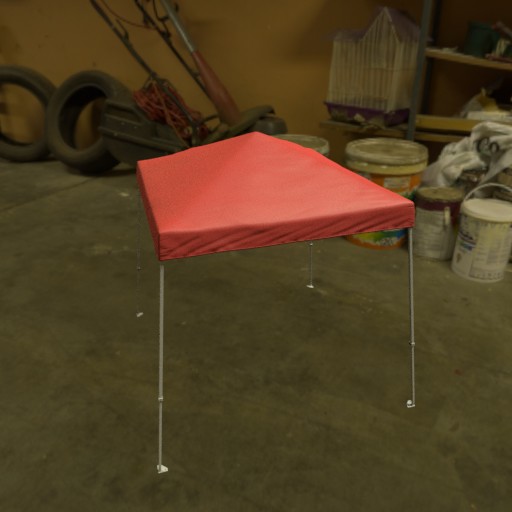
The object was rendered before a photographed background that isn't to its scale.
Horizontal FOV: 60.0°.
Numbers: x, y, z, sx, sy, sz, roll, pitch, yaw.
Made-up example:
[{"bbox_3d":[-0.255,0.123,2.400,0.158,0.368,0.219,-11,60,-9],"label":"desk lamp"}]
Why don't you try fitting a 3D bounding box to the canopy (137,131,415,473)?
[{"bbox_3d":[0.000,0.000,5.186,2.849,2.849,2.848,-8,27,-16],"label":"canopy"}]
